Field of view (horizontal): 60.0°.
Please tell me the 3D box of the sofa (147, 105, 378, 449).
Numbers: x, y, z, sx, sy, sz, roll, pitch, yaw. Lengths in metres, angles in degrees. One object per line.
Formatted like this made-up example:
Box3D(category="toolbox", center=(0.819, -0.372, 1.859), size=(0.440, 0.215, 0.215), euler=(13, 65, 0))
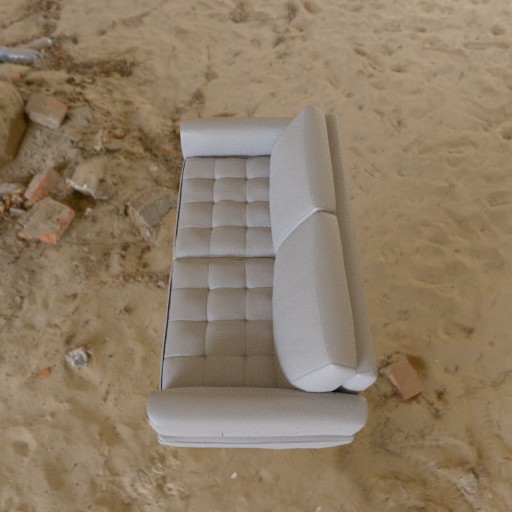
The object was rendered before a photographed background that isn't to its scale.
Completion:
Box3D(category="sofa", center=(0.000, 0.000, 2.776), size=(1.121, 0.930, 2.177), euler=(0, 58, 0))
